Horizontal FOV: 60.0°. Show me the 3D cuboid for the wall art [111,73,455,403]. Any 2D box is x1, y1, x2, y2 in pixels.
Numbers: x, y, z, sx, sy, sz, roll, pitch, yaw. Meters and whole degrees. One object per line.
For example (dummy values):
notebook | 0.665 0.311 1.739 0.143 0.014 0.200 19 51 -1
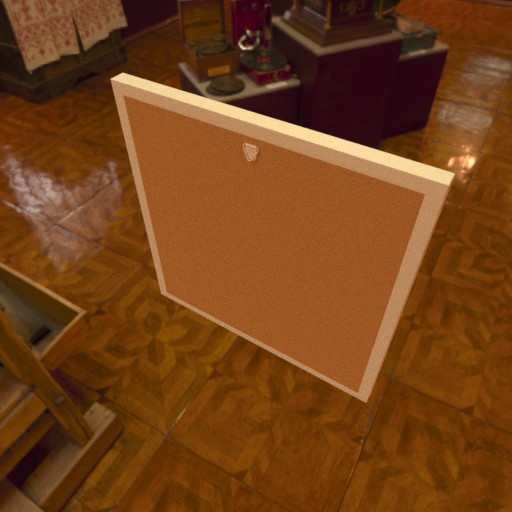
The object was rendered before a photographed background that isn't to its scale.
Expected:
wall art | 0.000 0.000 1.143 0.761 0.762 0.050 24 50 22
